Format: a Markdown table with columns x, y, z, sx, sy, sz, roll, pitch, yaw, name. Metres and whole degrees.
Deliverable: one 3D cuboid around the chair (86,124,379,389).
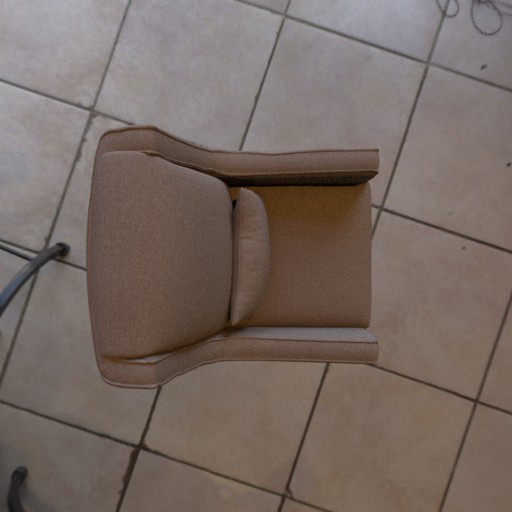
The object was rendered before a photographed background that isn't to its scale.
| x | y | z | sx | sy | sz | roll | pitch | yaw | name |
| --- | --- | --- | --- | --- | --- | --- | --- | --- | --- |
| 0.000 | 0.000 | 1.604 | 0.879 | 0.993 | 0.732 | 0 | 90 | 0 | chair |
